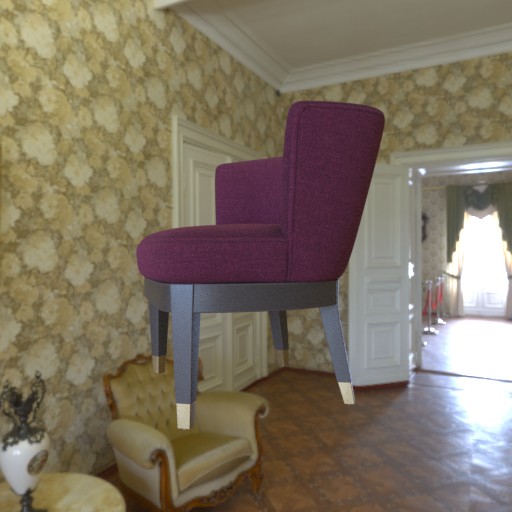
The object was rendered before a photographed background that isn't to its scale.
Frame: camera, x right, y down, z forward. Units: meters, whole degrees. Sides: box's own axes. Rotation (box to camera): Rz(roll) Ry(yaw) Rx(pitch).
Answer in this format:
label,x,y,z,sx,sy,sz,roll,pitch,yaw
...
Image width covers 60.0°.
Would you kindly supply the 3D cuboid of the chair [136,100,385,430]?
label,x,y,z,sx,sy,sz,roll,pitch,yaw
chair,0.000,0.000,1.288,0.660,0.760,0.700,0,-1,-19
